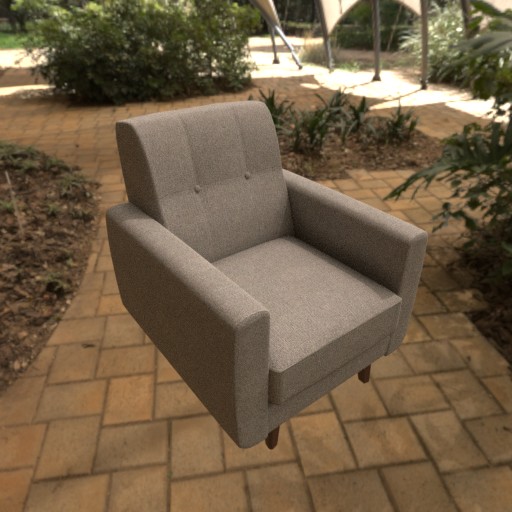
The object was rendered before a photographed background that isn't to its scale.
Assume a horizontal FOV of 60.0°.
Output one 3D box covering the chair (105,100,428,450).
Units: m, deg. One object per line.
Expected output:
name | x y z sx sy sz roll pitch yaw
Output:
chair | 0.000 0.000 1.685 0.845 0.968 0.942 -22 37 -32
